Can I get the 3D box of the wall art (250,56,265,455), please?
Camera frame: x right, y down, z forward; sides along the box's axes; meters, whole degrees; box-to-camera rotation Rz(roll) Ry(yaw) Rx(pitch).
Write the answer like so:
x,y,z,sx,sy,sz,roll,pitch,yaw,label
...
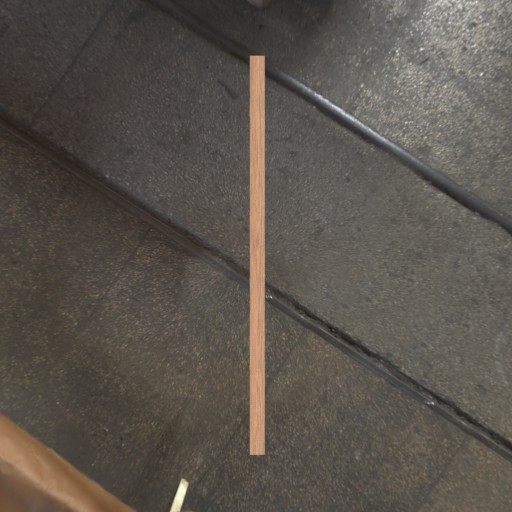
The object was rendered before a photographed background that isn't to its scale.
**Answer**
x,y,z,sx,sy,sz,roll,pitch,yaw,label
0.000,0.000,1.352,0.028,1.016,0.765,0,90,0,wall art
